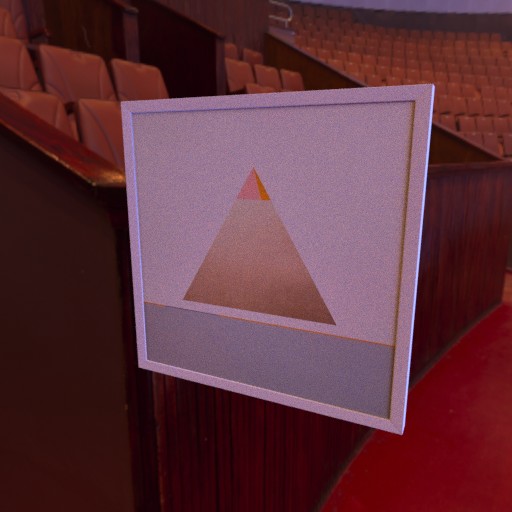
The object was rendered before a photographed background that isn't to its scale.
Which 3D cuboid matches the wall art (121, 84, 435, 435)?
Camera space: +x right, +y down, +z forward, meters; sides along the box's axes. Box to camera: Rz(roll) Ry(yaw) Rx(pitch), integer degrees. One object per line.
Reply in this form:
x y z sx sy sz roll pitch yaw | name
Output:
0.000 0.000 1.114 0.768 0.765 0.041 6 15 25 | wall art
